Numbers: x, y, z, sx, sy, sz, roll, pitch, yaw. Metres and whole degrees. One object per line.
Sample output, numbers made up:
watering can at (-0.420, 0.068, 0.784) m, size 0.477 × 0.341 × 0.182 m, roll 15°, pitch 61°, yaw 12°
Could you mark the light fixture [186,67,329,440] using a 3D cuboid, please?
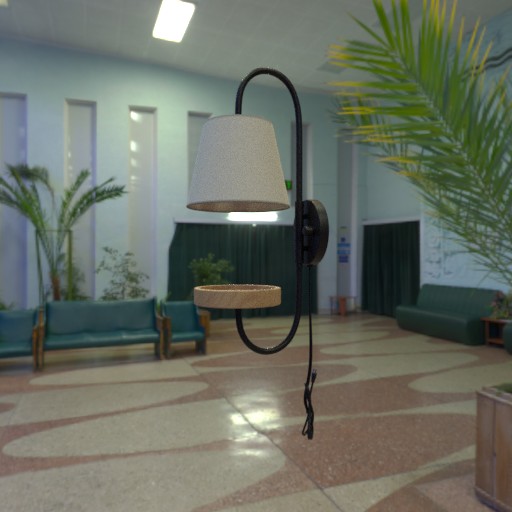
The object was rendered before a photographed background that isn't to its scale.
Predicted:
light fixture at (0.000, 0.000, 0.958) m, size 0.299 × 0.821 × 0.220 m, roll 0°, pitch 0°, yaw -18°
